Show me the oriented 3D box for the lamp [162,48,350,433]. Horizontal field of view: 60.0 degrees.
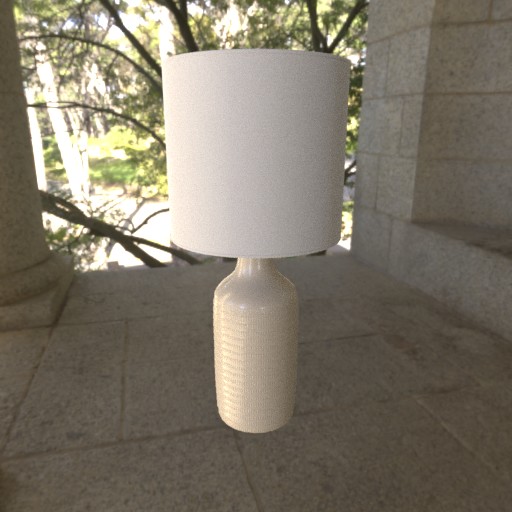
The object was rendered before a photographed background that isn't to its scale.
[{"bbox_3d":[0.000,0.000,0.594,0.220,0.475,0.220,-15,22,-42],"label":"lamp"}]
